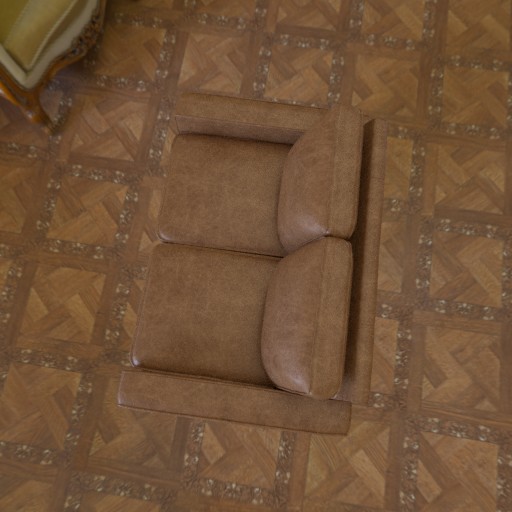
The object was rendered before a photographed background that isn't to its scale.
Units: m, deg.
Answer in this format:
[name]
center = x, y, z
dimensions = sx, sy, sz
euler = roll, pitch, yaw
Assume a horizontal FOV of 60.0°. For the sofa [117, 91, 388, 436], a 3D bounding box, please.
[sofa]
center = 0.000, 0.000, 2.148
dimensions = 1.020, 0.896, 1.532
euler = 8, 75, 2
